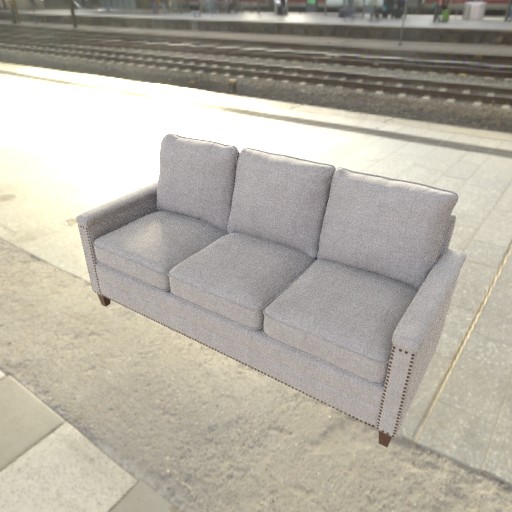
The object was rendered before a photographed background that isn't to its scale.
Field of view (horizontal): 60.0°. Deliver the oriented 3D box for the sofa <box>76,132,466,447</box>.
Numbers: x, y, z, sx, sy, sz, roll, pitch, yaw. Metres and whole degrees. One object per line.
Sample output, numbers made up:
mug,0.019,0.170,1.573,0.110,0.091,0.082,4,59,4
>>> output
sofa,0.000,0.000,2.375,1.925,0.959,0.828,19,35,29
